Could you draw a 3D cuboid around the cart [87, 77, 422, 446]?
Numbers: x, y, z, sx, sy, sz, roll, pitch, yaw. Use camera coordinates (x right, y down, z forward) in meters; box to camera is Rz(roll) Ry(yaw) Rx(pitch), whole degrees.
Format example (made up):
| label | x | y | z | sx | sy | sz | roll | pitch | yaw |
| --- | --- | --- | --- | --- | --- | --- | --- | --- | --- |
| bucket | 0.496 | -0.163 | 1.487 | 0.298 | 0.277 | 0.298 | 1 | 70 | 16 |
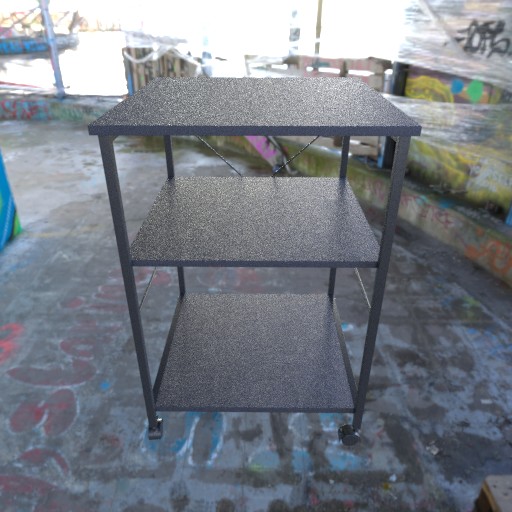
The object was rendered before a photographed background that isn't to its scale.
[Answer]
| label | x | y | z | sx | sy | sz | roll | pitch | yaw |
| --- | --- | --- | --- | --- | --- | --- | --- | --- | --- |
| cart | 0.000 | 0.000 | 1.103 | 0.521 | 0.762 | 0.520 | 0 | 30 | 1 |
